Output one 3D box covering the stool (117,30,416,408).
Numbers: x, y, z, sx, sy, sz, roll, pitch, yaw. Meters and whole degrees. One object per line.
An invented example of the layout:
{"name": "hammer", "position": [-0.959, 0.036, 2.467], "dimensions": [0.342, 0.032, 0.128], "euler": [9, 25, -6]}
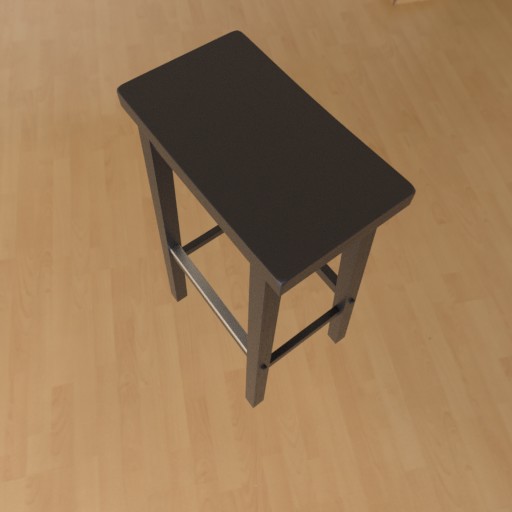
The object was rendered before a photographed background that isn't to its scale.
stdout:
{"name": "stool", "position": [0.000, 0.000, 0.953], "dimensions": [0.322, 0.742, 0.406], "euler": [-34, 67, -16]}
